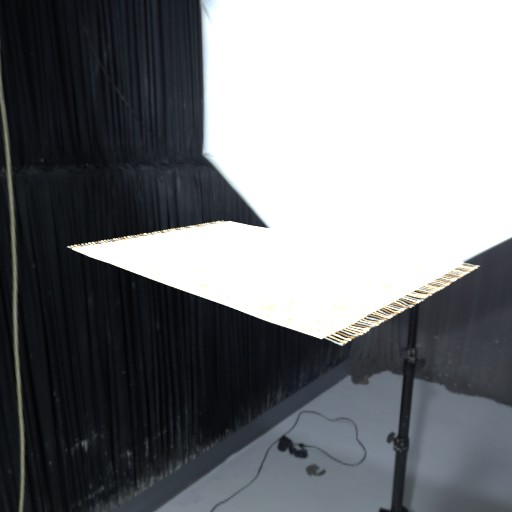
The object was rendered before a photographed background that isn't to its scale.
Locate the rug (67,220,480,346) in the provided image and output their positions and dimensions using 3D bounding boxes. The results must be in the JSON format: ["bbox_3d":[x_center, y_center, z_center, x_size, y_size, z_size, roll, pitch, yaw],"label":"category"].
[{"bbox_3d":[0.000,0.000,2.344,1.861,0.017,1.218,13,19,42],"label":"rug"}]
